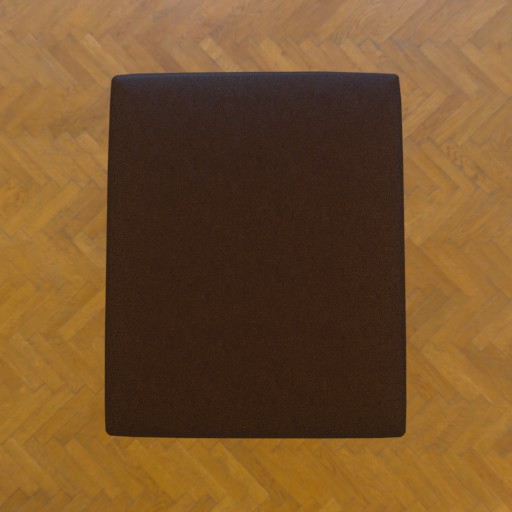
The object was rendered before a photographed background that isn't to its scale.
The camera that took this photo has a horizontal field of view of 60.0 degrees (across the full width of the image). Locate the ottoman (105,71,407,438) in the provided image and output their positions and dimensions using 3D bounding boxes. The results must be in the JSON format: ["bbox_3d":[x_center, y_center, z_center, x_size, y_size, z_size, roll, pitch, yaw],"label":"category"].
[{"bbox_3d":[0.000,0.000,1.726,0.967,0.730,1.187,0,87,1],"label":"ottoman"}]
